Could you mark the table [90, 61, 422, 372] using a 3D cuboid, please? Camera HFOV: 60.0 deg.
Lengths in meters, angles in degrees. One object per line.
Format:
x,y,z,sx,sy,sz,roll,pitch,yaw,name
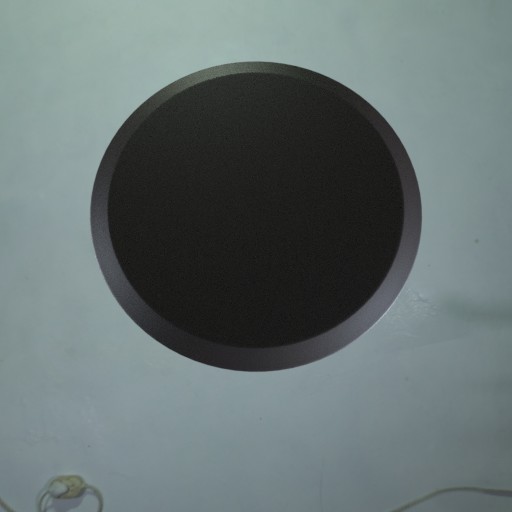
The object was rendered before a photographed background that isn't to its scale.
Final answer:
0.000,0.000,0.885,0.457,0.585,0.457,0,74,0,table
